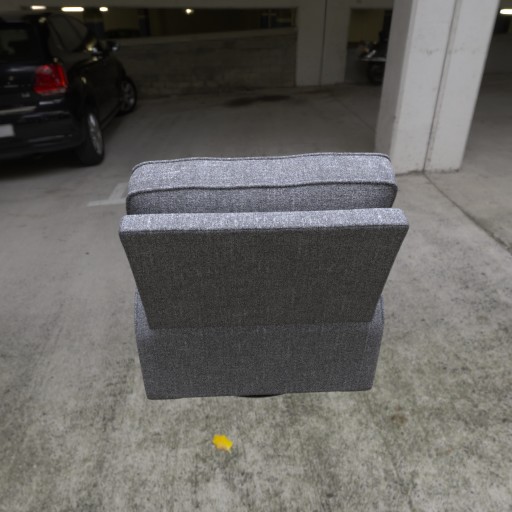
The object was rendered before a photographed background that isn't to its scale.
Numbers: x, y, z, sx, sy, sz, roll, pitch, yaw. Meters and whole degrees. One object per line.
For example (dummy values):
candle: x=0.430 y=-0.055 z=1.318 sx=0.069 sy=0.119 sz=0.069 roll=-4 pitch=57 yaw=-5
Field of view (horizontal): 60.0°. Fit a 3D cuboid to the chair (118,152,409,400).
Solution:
chair: x=0.000 y=0.000 z=1.703 sx=0.861 sy=0.962 sz=0.964 roll=-2 pitch=30 yaw=-3
